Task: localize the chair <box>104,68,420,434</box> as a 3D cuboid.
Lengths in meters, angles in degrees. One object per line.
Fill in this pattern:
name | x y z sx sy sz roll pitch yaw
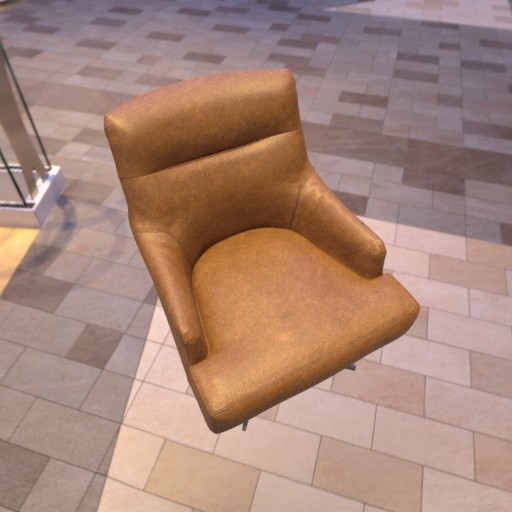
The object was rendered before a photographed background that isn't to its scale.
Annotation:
chair | 0.000 0.000 1.470 0.729 0.869 0.874 -22 51 -20
